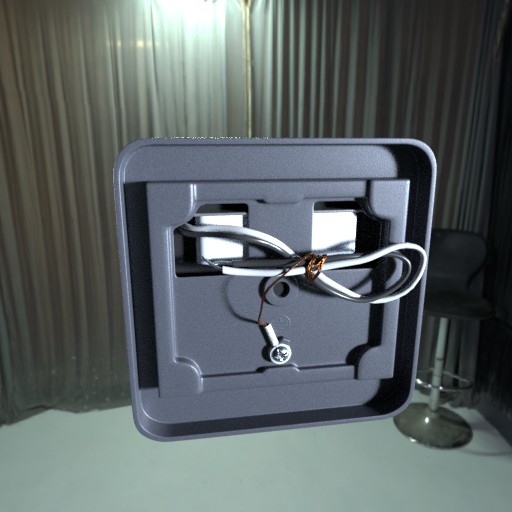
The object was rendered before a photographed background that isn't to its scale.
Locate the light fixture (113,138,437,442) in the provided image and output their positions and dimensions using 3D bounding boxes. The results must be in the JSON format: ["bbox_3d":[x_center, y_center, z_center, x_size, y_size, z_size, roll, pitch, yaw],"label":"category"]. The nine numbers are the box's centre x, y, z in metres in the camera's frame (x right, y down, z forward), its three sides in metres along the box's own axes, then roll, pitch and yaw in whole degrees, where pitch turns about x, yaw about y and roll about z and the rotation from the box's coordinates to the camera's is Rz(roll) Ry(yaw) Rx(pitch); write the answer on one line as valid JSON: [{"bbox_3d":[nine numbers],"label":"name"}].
[{"bbox_3d":[0.000,0.000,0.212,0.109,0.109,0.132,-2,15,-9],"label":"light fixture"}]
